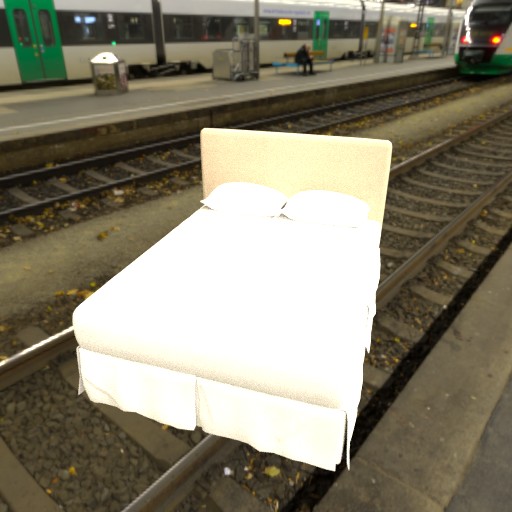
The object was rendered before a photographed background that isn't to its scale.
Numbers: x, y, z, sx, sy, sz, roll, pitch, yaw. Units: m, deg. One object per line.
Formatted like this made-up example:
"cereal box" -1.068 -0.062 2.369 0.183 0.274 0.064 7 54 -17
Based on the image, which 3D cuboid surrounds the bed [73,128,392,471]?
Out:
"bed" 0.000 0.000 3.157 1.723 1.330 2.142 9 28 16
